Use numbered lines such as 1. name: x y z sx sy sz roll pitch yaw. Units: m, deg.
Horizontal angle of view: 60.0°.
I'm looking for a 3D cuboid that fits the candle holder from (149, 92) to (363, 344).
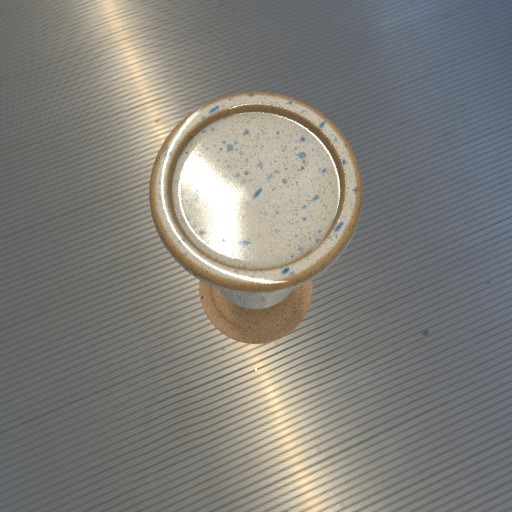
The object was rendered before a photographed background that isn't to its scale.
1. candle holder: 0.000 0.000 0.251 0.088 0.203 0.088 0 76 0
